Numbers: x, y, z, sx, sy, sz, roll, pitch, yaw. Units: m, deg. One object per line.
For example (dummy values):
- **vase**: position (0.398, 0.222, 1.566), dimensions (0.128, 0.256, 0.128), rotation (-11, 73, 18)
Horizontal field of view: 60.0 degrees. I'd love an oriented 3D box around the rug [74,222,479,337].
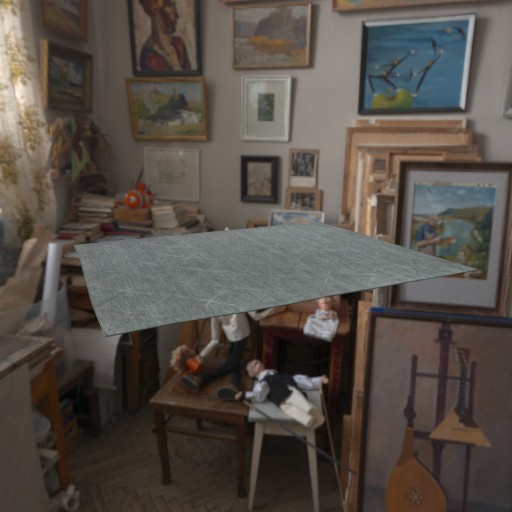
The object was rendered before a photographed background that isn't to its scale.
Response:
- **rug**: position (0.000, 0.000, 4.164), dimensions (3.048, 0.013, 2.438), rotation (-7, 17, -25)
